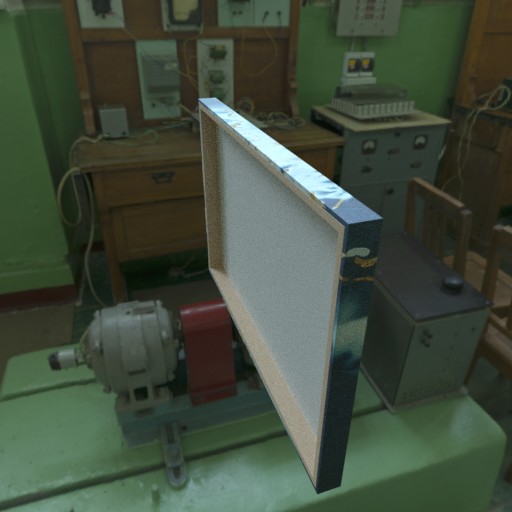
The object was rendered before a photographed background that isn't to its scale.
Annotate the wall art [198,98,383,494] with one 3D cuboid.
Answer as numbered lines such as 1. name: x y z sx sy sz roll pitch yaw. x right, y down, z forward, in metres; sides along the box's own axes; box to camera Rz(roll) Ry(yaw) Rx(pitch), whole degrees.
1. wall art: 0.000 0.000 0.750 0.036 0.405 0.607 -10 32 -16
